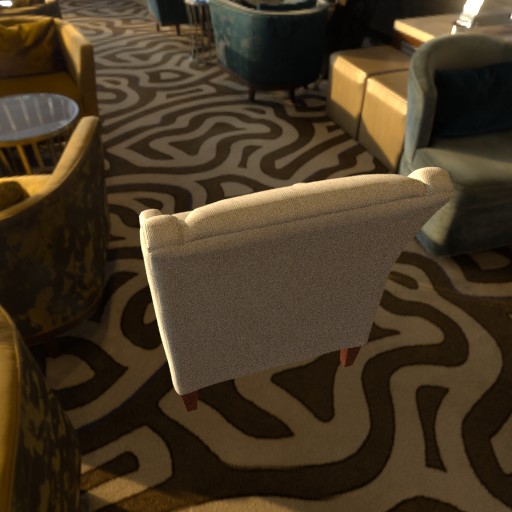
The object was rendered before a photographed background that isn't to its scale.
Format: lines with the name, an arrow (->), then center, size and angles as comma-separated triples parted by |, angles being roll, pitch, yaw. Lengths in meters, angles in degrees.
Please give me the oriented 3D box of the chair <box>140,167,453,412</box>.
chair -> 0.000, 0.000, 1.609 | 0.774, 1.014, 0.870 | -12, 43, -13
